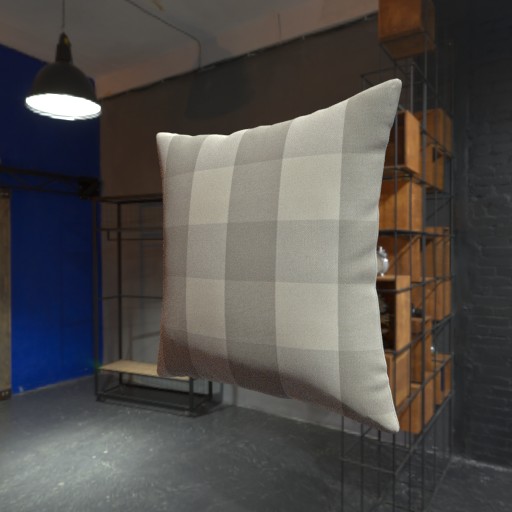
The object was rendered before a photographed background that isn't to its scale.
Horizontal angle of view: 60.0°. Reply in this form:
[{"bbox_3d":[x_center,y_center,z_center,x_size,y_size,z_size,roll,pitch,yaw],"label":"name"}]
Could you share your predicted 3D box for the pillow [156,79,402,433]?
[{"bbox_3d":[0.000,0.000,0.782,0.511,0.509,0.161,1,1,36],"label":"pillow"}]
